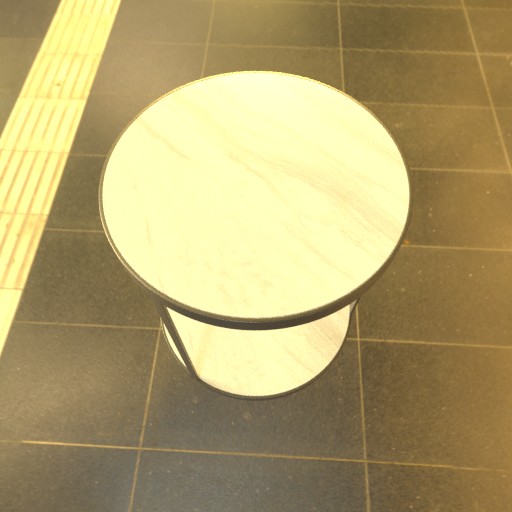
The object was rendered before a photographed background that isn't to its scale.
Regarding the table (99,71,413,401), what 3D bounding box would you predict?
[{"bbox_3d":[0.000,0.000,0.844,0.445,0.479,0.445,0,61,0],"label":"table"}]
